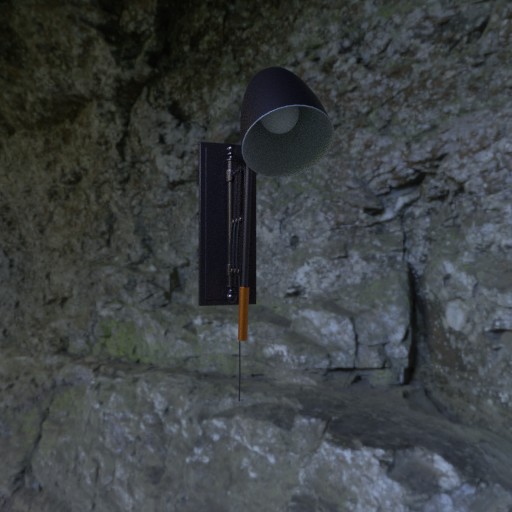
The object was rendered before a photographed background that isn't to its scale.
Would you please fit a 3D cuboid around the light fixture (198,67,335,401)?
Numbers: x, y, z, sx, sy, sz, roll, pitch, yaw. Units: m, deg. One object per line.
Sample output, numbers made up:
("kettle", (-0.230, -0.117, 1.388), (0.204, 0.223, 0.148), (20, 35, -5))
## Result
("light fixture", (0.000, 0.000, 0.934), (0.162, 0.715, 0.499), (0, -1, -18))
